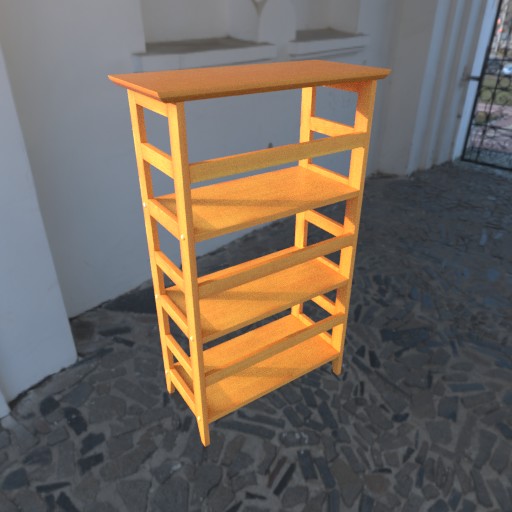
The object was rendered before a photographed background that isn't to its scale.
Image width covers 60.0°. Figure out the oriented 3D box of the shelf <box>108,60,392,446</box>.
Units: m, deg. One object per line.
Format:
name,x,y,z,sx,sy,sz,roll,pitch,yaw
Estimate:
shelf,0.000,0.000,1.383,0.660,1.067,0.305,-18,34,-29
